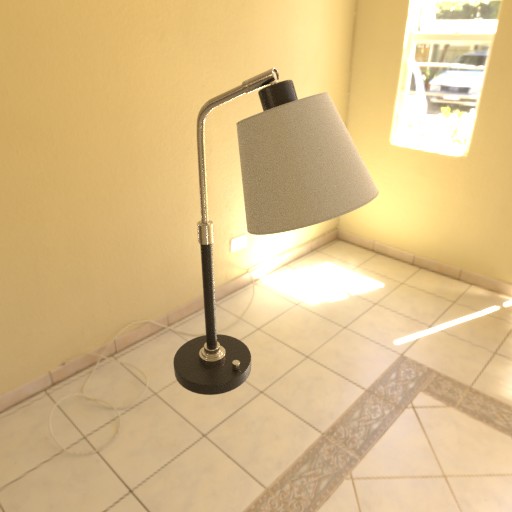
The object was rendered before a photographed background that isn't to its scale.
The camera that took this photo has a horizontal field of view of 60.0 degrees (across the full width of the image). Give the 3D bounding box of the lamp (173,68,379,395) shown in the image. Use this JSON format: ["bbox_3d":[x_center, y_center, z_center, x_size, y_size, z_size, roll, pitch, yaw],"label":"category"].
[{"bbox_3d":[0.000,0.000,0.685,0.348,0.539,0.181,17,31,30],"label":"lamp"}]
